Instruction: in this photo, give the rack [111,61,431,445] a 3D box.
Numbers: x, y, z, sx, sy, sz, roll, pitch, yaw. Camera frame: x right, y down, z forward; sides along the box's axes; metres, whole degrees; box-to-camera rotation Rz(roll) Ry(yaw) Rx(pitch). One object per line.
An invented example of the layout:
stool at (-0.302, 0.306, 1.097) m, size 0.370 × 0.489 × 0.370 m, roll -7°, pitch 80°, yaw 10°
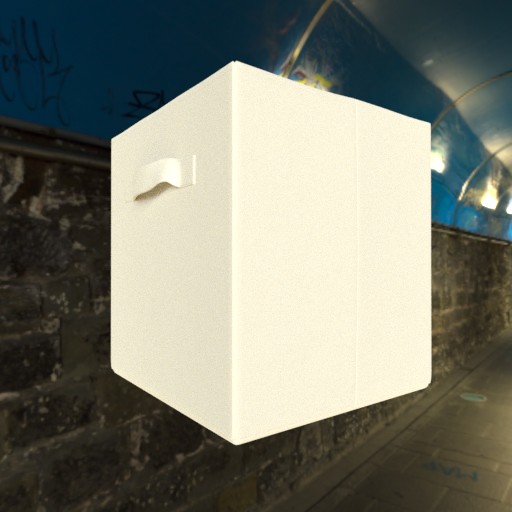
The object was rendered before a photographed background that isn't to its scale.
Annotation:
rack at (0.000, 0.000, 0.494) m, size 0.270 × 0.280 × 0.270 m, roll 0°, pitch 0°, yaw -37°
